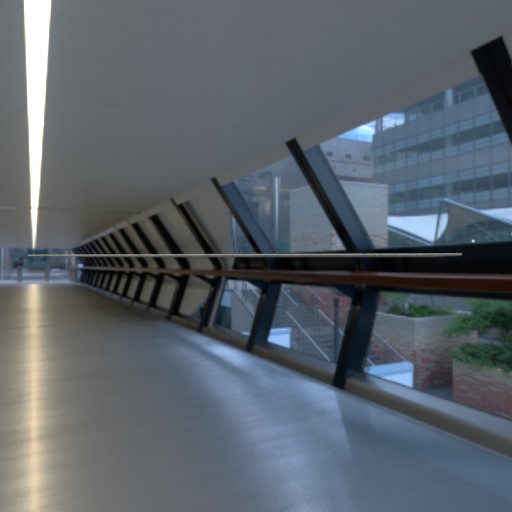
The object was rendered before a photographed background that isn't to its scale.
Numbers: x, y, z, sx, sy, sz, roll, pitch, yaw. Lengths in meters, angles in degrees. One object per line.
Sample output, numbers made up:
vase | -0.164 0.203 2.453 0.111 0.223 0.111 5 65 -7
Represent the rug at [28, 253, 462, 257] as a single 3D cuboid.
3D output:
rug | 0.000 0.000 2.910 2.284 0.008 1.522 0 0 18
